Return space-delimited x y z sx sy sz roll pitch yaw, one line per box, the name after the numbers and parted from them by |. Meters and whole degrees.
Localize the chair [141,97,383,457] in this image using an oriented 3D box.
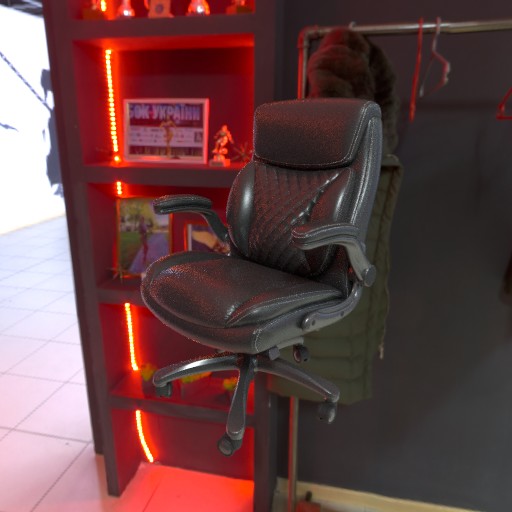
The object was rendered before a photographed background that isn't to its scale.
0.000 0.000 1.619 0.782 1.110 0.724 16 23 43 | chair
